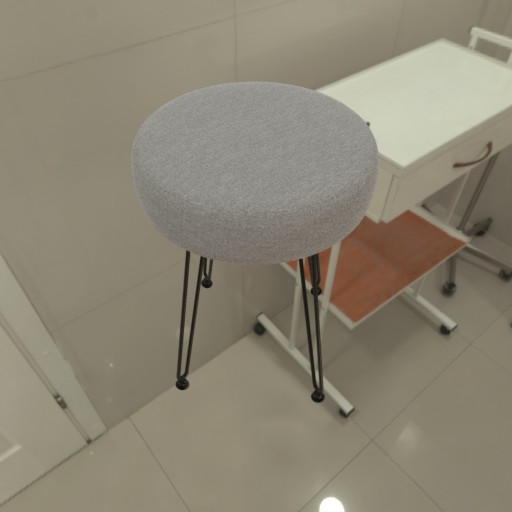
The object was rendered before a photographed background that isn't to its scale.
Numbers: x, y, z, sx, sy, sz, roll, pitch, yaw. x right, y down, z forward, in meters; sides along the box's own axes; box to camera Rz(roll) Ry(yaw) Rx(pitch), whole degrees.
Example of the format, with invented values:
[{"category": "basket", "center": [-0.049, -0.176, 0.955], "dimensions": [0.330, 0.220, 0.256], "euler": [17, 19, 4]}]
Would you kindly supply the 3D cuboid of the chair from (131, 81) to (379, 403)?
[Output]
[{"category": "chair", "center": [0.000, 0.000, 0.683], "dimensions": [0.350, 0.440, 0.350], "euler": [-31, 54, -26]}]
